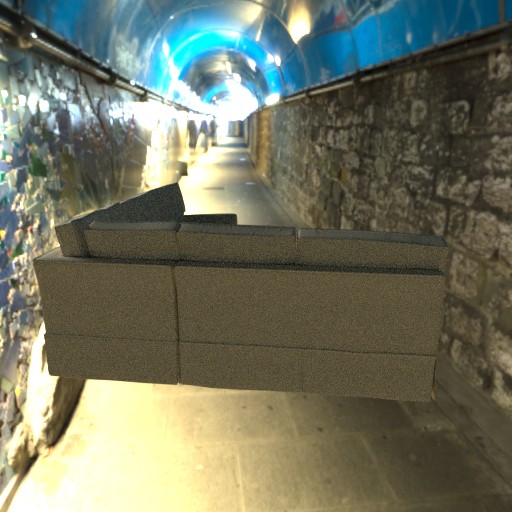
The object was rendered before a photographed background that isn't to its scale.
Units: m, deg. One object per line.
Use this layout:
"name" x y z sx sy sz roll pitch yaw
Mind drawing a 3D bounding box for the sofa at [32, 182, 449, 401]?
"sofa" 0.000 0.000 3.974 2.591 1.070 2.597 2 16 6
